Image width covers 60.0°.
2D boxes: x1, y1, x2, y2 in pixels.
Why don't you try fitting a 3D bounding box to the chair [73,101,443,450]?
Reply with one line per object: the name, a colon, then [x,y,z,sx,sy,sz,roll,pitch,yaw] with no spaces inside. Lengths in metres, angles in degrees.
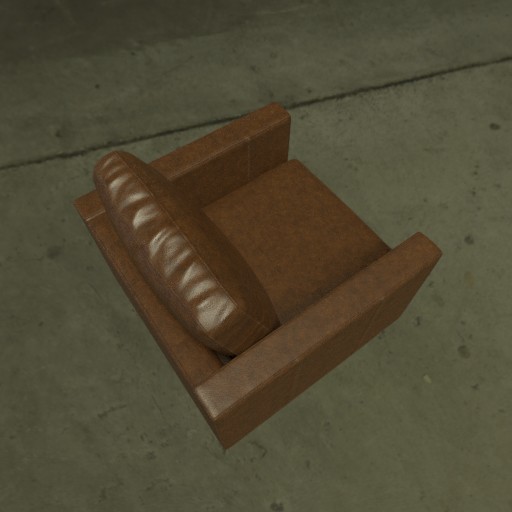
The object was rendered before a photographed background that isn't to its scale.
chair: [0.000,0.000,1.636,0.909,0.956,0.890,-32,64,-18]
